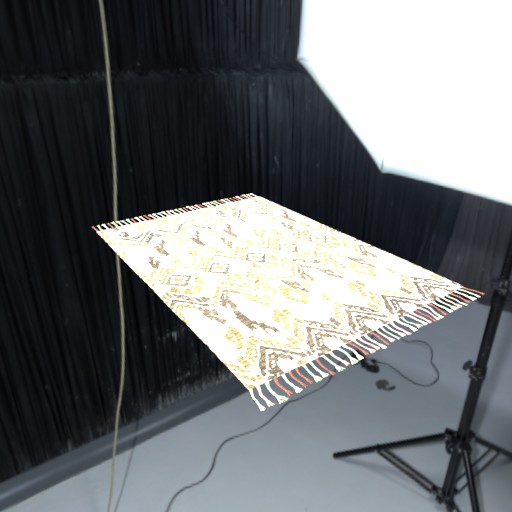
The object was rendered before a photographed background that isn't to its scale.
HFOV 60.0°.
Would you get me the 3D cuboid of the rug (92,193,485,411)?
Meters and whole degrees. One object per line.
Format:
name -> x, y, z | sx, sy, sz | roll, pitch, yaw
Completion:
rug -> 0.000, 0.000, 2.323 | 1.219, 0.008, 1.829 | -17, 30, -31
